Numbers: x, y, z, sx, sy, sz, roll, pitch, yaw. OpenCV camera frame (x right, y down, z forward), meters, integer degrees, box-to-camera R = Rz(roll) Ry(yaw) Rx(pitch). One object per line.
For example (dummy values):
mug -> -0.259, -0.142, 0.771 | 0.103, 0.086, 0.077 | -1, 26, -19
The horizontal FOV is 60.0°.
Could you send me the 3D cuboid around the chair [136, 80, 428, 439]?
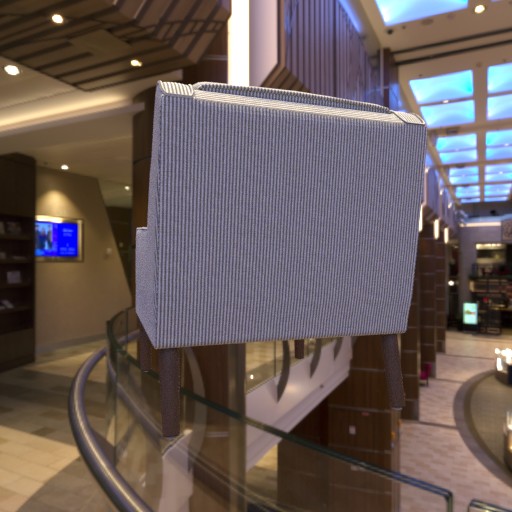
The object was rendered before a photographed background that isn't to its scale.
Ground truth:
chair -> 0.000, 0.000, 1.327 | 0.663, 0.792, 0.743 | 0, -1, -19
